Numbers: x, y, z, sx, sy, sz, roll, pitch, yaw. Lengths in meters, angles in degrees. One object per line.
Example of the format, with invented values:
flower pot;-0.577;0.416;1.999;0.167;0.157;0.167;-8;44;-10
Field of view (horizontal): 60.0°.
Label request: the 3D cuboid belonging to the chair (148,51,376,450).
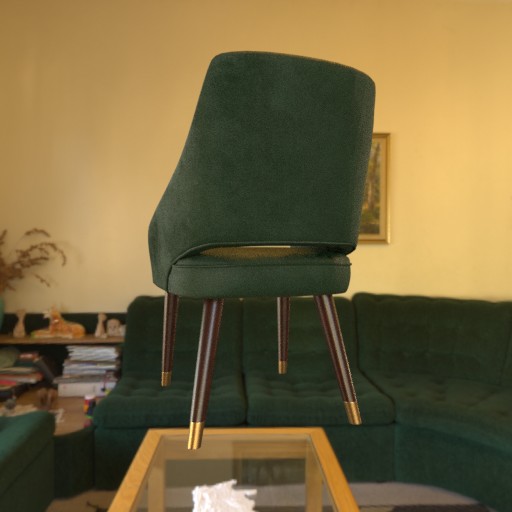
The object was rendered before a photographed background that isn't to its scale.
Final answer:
chair;0.000;0.000;1.553;0.683;1.081;0.794;0;1;-19
